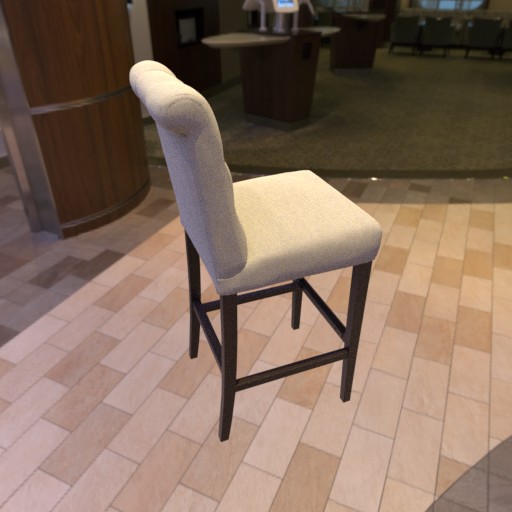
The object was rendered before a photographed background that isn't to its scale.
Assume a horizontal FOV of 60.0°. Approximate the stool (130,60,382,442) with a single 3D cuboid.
[{"bbox_3d":[0.000,0.000,1.433,0.601,1.140,0.493,-12,34,-18],"label":"stool"}]
